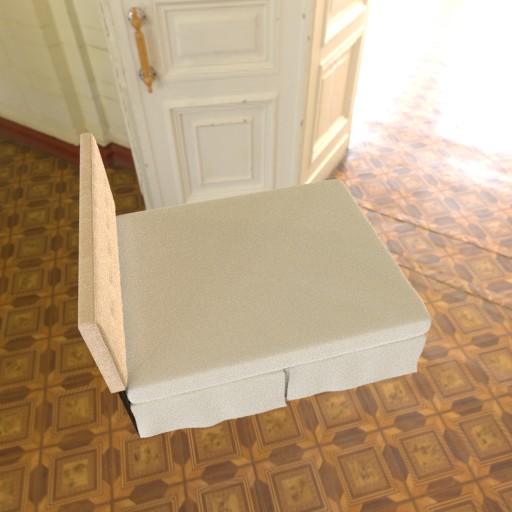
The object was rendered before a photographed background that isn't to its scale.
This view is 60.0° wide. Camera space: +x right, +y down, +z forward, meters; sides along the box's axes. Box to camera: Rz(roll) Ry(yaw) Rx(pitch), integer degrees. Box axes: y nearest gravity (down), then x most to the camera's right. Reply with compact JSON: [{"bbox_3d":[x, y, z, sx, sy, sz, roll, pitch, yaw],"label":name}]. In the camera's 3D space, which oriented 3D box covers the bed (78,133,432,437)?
[{"bbox_3d":[0.000,0.000,3.026,1.978,1.270,1.643,-11,47,-10],"label":"bed"}]
